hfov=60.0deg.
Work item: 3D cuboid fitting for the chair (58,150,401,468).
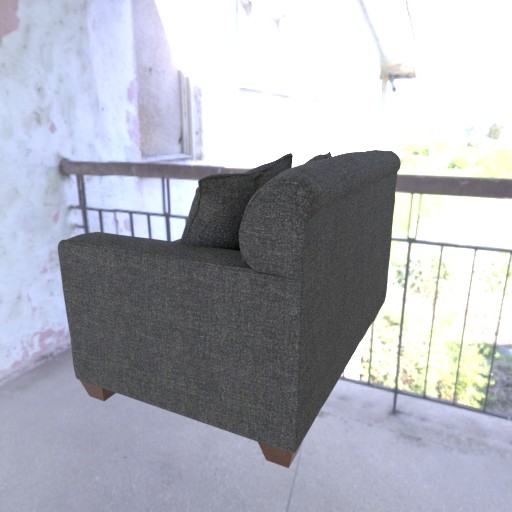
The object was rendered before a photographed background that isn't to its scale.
[{"bbox_3d":[0.000,0.000,2.021,1.000,0.948,1.383,8,18,26],"label":"chair"}]
